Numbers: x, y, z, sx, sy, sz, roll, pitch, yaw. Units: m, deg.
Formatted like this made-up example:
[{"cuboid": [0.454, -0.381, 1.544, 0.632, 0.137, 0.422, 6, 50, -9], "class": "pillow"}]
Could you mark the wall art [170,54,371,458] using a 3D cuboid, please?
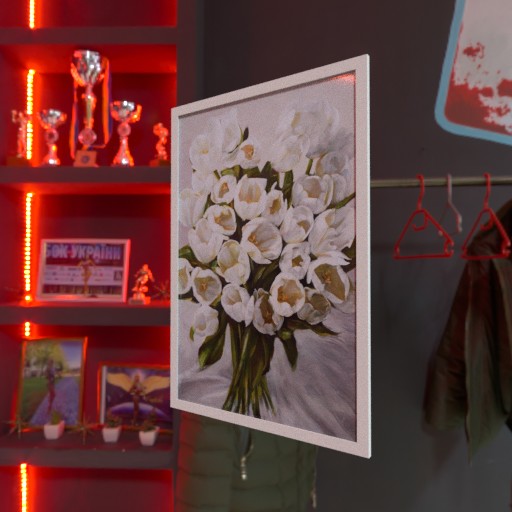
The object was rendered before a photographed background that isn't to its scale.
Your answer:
[{"cuboid": [0.000, 0.000, 1.252, 0.660, 0.965, 0.015, -1, -1, 35], "class": "wall art"}]
